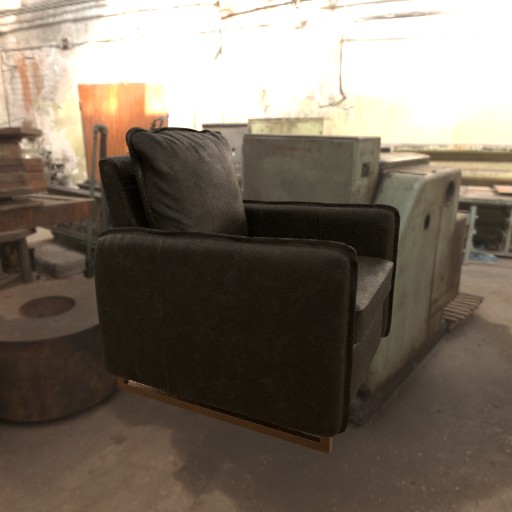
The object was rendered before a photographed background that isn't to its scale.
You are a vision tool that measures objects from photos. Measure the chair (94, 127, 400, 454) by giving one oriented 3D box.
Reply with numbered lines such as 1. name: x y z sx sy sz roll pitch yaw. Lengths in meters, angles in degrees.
1. chair: 0.000 0.000 1.642 0.921 0.921 0.830 7 17 25
